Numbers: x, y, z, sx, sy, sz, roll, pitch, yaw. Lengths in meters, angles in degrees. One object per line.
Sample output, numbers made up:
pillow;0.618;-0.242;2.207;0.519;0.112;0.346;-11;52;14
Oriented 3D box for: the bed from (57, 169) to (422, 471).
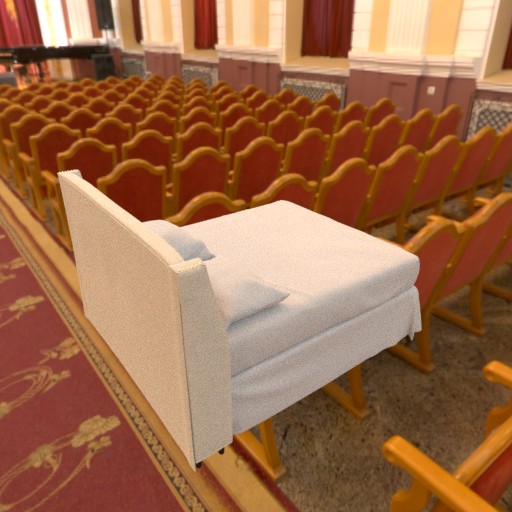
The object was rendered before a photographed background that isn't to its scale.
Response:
bed;0.000;0.000;3.471;2.276;1.332;1.925;-19;32;-32
